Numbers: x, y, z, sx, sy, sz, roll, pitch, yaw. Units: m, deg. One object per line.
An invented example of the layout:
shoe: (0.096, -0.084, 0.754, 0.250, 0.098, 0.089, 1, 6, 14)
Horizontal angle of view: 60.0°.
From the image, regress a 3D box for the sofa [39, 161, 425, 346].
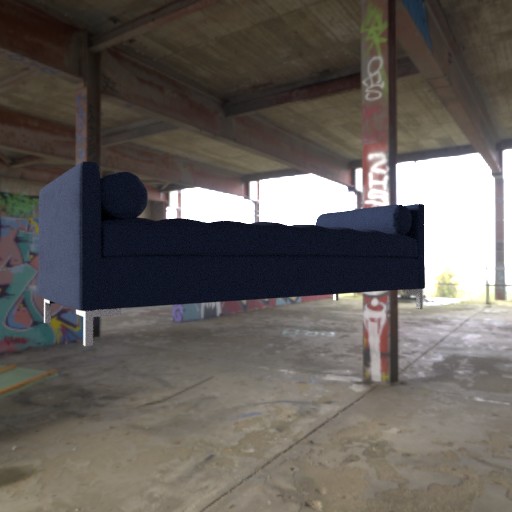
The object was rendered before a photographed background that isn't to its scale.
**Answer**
sofa: (0.000, 0.000, 2.469, 2.102, 0.657, 0.797, 0, -1, -36)
